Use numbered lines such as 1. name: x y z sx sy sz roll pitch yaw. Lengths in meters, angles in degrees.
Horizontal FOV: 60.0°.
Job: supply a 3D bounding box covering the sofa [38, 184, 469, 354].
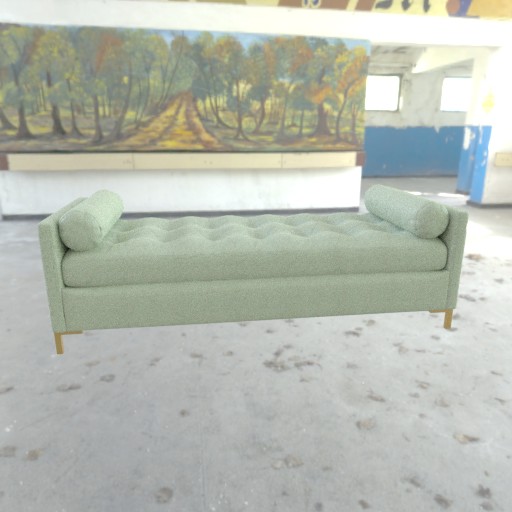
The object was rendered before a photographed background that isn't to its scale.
1. sofa: 0.000 0.000 2.545 2.102 0.705 0.796 -2 16 -8
